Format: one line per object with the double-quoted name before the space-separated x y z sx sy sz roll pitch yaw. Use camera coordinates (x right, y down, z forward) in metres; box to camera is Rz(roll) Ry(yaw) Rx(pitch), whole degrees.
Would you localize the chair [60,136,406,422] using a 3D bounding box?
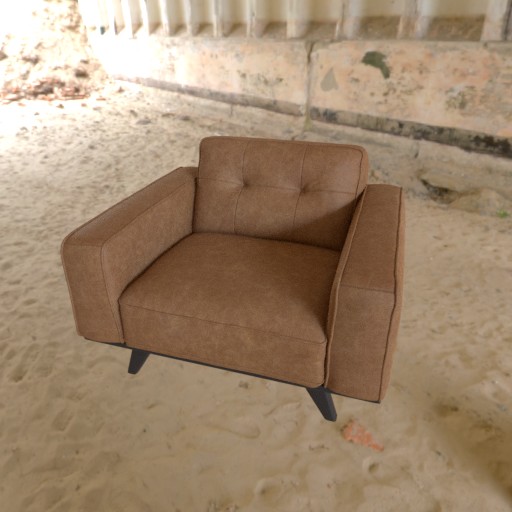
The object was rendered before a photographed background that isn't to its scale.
"chair" 0.000 0.000 1.779 1.118 0.782 0.952 8 28 15
